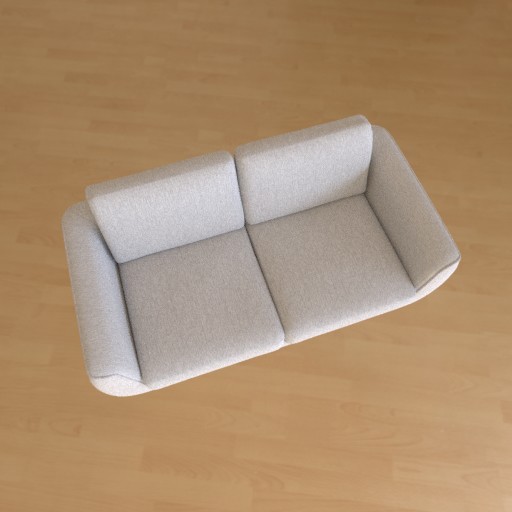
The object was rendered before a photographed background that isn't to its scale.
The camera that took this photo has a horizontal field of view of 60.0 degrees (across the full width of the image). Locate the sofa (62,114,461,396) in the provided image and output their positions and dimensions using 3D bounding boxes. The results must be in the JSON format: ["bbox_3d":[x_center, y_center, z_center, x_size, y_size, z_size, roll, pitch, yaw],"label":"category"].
[{"bbox_3d":[0.000,0.000,2.205,1.700,0.850,0.920,-17,65,-8],"label":"sofa"}]
